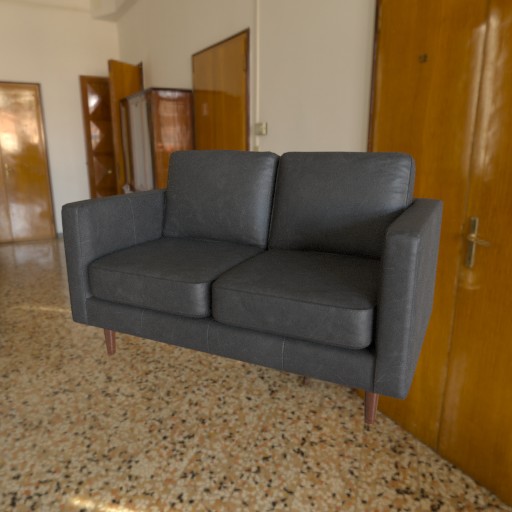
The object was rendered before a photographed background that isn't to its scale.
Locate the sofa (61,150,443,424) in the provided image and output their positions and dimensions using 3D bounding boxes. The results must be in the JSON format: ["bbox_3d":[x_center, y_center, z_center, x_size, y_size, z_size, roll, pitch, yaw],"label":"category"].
[{"bbox_3d":[0.000,0.000,1.950,1.430,0.899,0.879,7,16,25],"label":"sofa"}]
